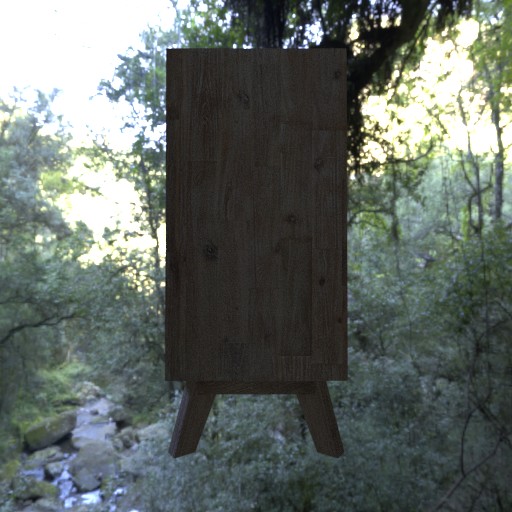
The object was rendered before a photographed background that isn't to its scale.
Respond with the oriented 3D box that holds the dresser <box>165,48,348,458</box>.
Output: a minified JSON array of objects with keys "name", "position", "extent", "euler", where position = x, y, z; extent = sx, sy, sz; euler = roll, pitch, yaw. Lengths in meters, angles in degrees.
[{"name":"dresser","position":[0.000,0.000,1.604],"extent":[0.455,1.029,0.998],"euler":[0,-1,0]}]
